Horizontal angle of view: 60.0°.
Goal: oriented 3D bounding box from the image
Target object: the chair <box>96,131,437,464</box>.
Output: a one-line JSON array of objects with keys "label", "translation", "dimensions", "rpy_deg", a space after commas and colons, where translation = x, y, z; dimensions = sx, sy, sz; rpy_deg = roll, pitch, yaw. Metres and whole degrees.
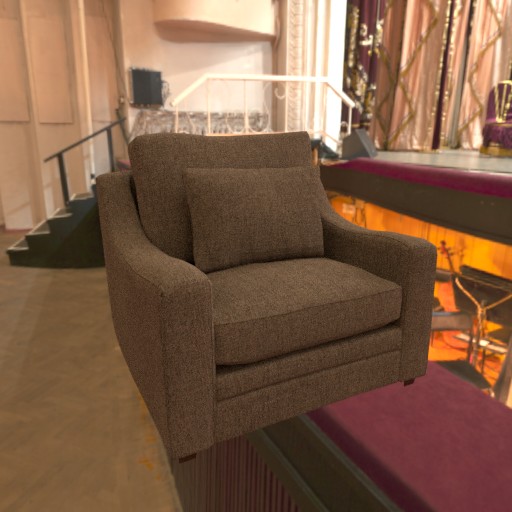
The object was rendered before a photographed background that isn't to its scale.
[{"label": "chair", "translation": [0.000, 0.000, 1.913], "dimensions": [1.138, 1.037, 1.009], "rpy_deg": [-8, 18, -26]}]
